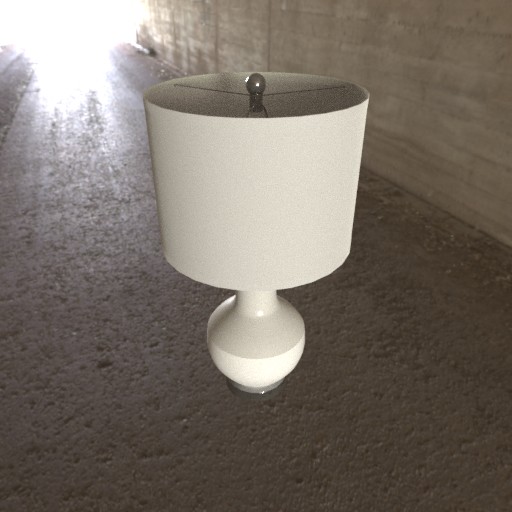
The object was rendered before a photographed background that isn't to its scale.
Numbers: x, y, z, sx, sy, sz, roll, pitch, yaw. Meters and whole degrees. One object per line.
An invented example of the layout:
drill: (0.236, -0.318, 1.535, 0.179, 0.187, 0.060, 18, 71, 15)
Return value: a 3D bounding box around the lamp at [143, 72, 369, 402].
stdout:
lamp: (0.000, 0.000, 0.870, 0.357, 0.673, 0.357, 19, 36, 28)
